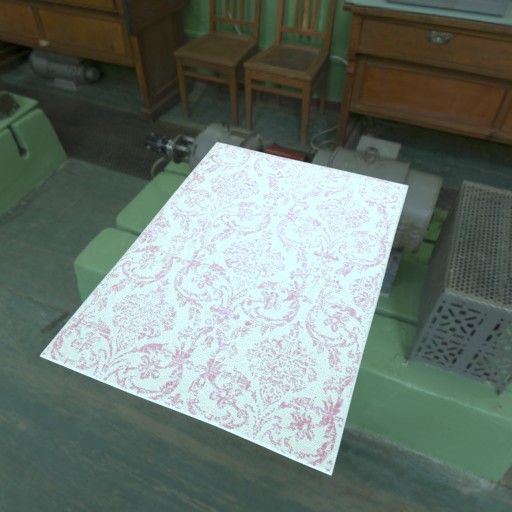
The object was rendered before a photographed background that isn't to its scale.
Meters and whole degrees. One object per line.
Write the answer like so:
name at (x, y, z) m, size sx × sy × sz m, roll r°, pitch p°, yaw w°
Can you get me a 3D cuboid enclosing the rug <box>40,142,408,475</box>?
rug at (0.000, 0.000, 2.847) m, size 1.598 × 0.014 × 2.202 m, roll 16°, pitch 49°, yaw 15°
